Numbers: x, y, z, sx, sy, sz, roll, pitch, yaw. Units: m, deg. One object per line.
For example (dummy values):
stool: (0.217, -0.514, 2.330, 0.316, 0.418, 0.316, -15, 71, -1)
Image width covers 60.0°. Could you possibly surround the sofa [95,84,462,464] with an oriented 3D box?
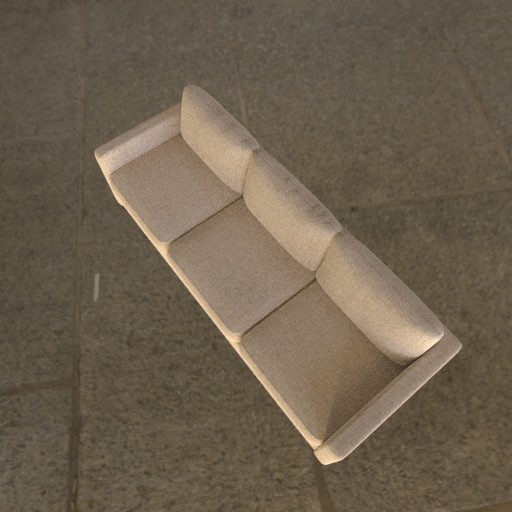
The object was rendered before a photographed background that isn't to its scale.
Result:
sofa: (0.000, 0.000, 2.633, 0.859, 0.874, 2.218, -35, 68, -16)
